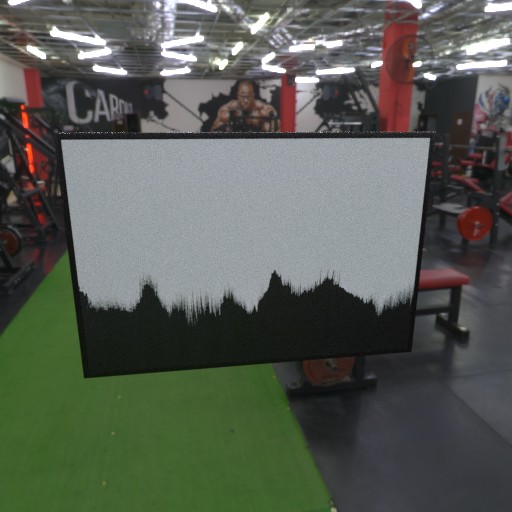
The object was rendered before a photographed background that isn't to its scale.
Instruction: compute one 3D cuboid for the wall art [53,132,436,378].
[{"bbox_3d":[0.000,0.000,0.829,0.659,0.446,0.022,-3,17,-9],"label":"wall art"}]
